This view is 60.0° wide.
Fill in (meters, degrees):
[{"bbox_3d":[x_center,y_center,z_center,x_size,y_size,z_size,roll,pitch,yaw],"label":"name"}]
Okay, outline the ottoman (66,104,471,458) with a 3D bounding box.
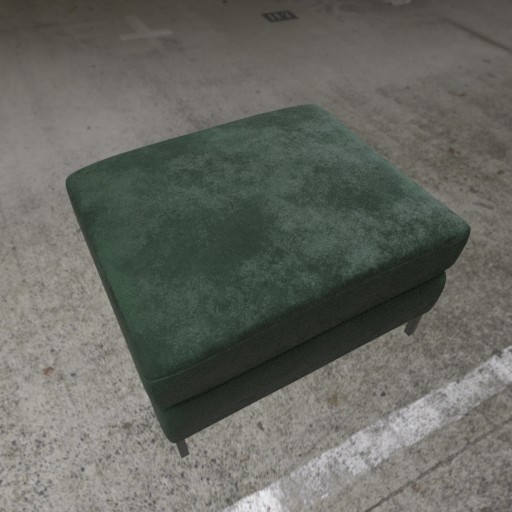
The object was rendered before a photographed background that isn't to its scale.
[{"bbox_3d":[0.000,0.000,1.289,0.839,0.538,0.701,-22,52,-19],"label":"ottoman"}]
